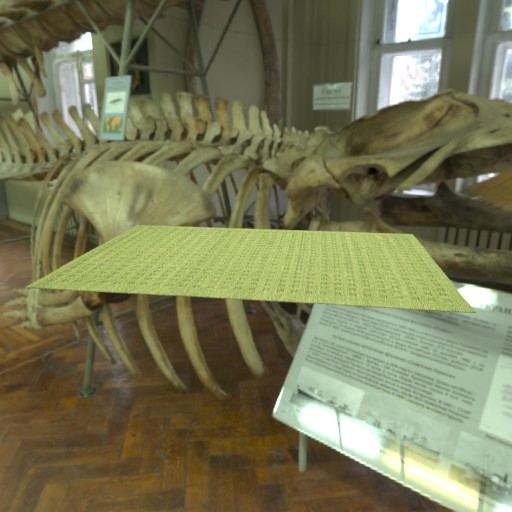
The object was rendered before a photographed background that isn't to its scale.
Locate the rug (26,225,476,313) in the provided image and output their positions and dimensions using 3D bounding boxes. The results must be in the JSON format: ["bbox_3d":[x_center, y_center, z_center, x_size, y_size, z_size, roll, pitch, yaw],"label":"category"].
[{"bbox_3d":[0.000,0.000,2.946,2.297,0.007,1.529,2,17,8],"label":"rug"}]
